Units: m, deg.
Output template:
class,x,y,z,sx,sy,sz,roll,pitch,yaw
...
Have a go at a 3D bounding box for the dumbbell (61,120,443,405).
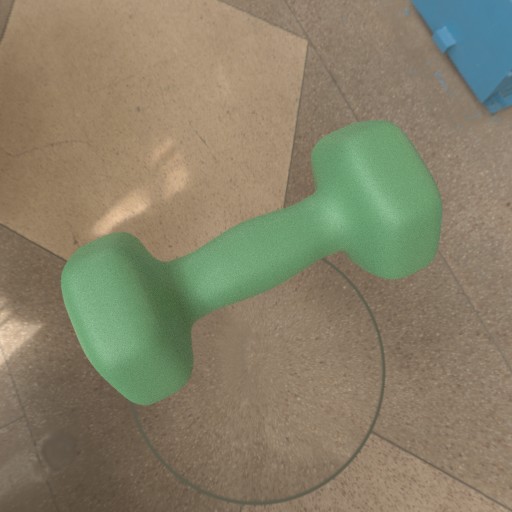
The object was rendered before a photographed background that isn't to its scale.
class,x,y,z,sx,sy,sz,roll,pitch,yaw
dumbbell,0.000,0.000,0.324,0.257,0.114,0.126,-25,78,-6
